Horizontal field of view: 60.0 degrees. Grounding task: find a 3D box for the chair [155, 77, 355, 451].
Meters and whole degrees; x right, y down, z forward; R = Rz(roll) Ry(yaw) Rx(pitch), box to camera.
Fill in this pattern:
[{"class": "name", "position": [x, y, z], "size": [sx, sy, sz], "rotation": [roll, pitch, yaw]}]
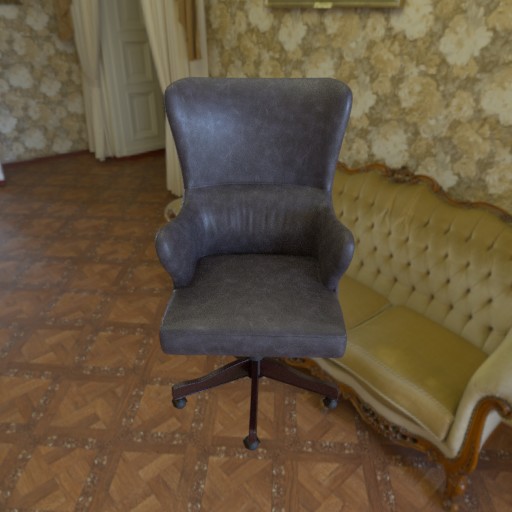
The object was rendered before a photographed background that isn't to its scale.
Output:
[{"class": "chair", "position": [0.000, 0.000, 1.462], "size": [0.594, 1.037, 0.717], "rotation": [1, 28, 2]}]
